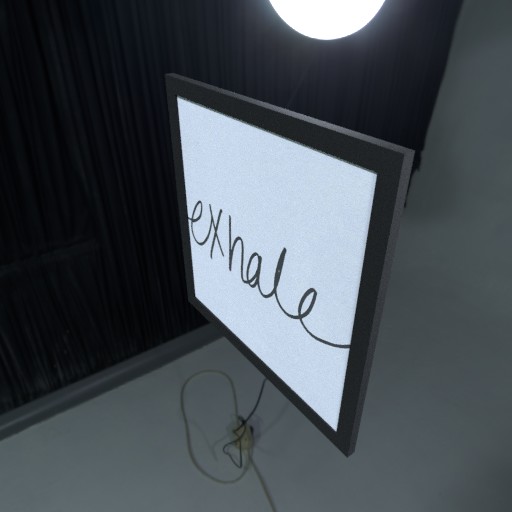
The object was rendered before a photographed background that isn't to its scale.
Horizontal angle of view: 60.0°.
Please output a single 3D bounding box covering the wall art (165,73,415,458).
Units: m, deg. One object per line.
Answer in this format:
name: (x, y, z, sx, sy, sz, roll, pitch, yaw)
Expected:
wall art: (0.000, 0.000, 0.528, 0.012, 0.357, 0.358, -22, 39, -31)
